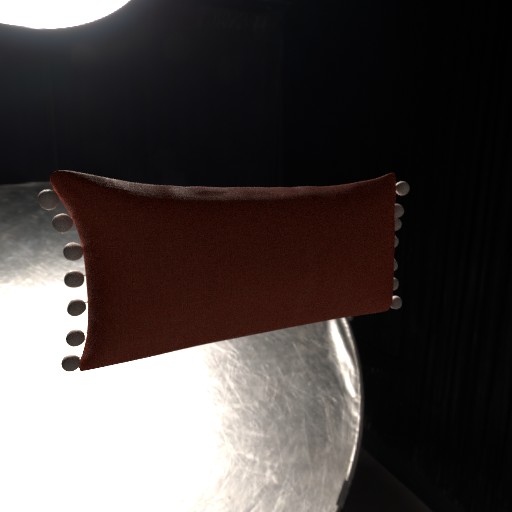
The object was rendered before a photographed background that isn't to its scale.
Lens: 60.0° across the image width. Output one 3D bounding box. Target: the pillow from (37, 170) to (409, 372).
[{"bbox_3d":[0.000,0.000,0.824,0.709,0.322,0.201,-6,14,-25],"label":"pillow"}]
